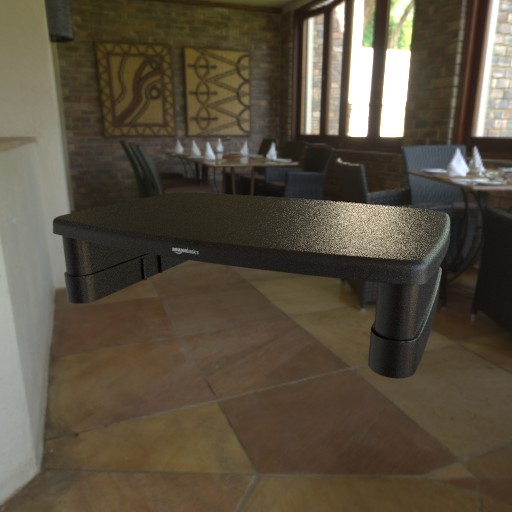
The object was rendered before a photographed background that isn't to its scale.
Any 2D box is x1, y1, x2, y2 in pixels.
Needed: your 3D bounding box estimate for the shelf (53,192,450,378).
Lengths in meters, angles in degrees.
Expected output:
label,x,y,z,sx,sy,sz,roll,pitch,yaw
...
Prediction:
label,x,y,z,sx,sy,sz,roll,pitch,yaw
shelf,0.000,0.000,0.521,0.410,0.100,0.280,8,18,26
